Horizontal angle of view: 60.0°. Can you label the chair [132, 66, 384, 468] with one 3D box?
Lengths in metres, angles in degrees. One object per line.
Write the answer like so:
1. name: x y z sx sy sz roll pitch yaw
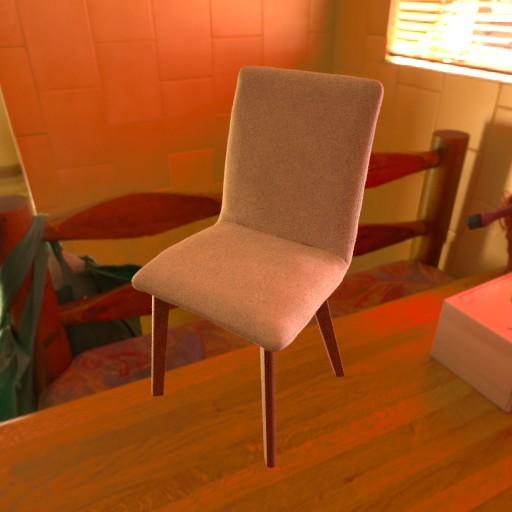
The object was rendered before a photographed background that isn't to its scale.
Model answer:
1. chair: 0.000 0.000 1.316 0.522 0.974 0.563 19 35 29
